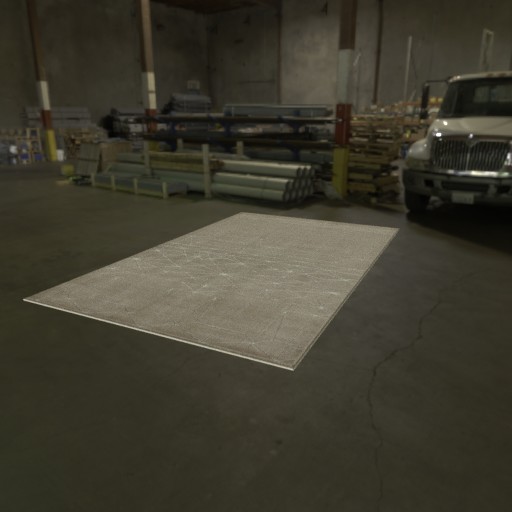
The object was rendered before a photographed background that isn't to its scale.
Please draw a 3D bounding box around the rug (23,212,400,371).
[{"bbox_3d":[0.000,0.000,3.049,1.524,0.012,2.438,9,20,25],"label":"rug"}]
